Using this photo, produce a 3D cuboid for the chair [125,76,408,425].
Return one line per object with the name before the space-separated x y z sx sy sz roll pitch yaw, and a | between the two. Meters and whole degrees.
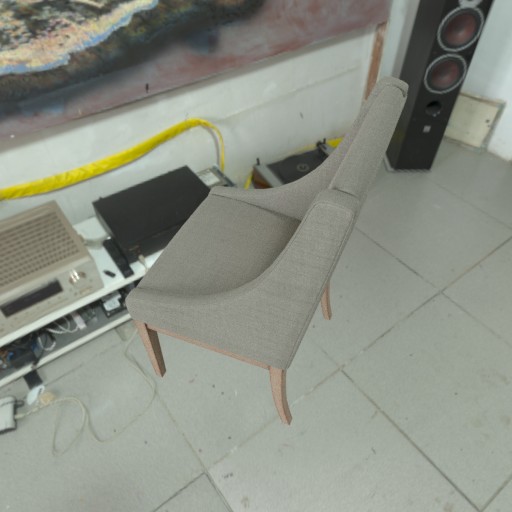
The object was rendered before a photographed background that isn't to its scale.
chair | 0.000 0.000 1.379 0.611 1.021 0.575 18 50 16
